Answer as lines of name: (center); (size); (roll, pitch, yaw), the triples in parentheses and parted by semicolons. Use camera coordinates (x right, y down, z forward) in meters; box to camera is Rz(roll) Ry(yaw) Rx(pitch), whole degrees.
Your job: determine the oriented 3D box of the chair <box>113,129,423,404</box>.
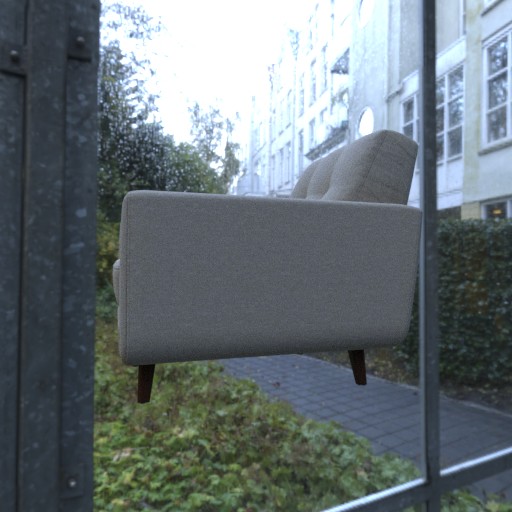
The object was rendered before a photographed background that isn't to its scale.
chair: (0.000, 0.000, 1.835); (1.128, 0.965, 0.897); (0, -1, -17)
